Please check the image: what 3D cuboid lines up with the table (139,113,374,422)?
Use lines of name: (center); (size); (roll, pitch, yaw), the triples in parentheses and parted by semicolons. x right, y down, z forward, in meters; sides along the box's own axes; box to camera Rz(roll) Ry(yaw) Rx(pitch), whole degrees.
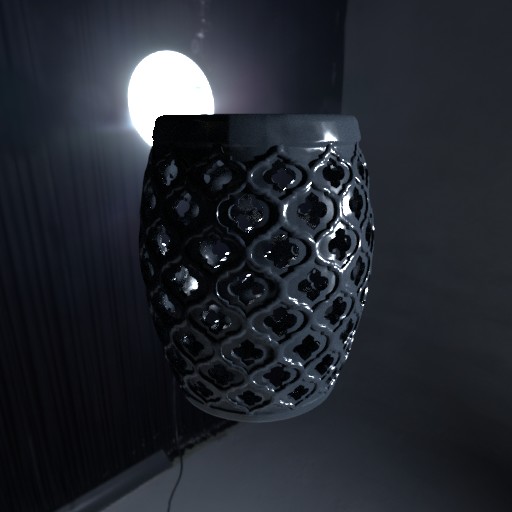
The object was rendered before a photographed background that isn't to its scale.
table: (0.000, 0.000, 0.639); (0.325, 0.388, 0.325); (0, 17, 0)
